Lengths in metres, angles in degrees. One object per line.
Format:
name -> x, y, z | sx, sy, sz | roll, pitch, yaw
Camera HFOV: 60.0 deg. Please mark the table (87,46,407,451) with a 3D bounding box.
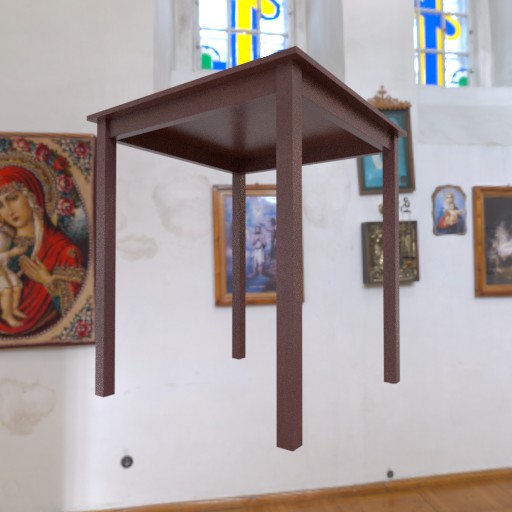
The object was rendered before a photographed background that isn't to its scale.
table -> 0.000, 0.000, 1.660 | 0.861, 0.991, 0.861 | -1, -1, 36
